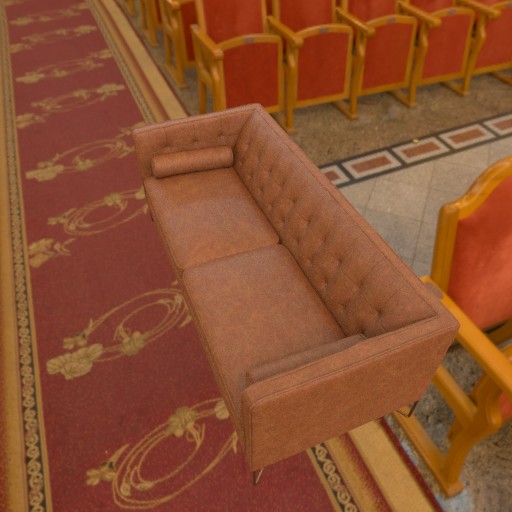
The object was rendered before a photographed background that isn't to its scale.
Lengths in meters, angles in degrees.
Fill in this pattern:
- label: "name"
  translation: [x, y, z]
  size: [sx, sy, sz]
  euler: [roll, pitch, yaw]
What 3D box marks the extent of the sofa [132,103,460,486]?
- label: "sofa"
  translation: [0.000, 0.000, 2.552]
  size: [0.912, 0.798, 2.079]
  euler: [-16, 47, -16]
